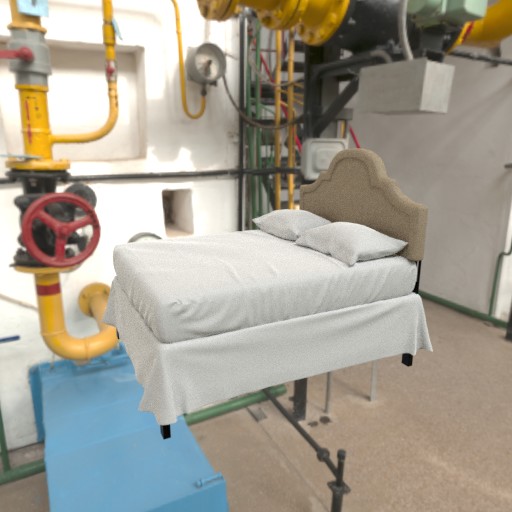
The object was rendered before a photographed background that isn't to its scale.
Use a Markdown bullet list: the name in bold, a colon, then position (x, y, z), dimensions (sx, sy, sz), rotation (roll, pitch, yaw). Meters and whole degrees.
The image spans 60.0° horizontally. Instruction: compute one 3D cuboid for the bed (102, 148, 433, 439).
- **bed**: position (0.000, 0.000, 3.498), dimensions (2.222, 1.634, 1.780), rotation (-7, 17, -26)
